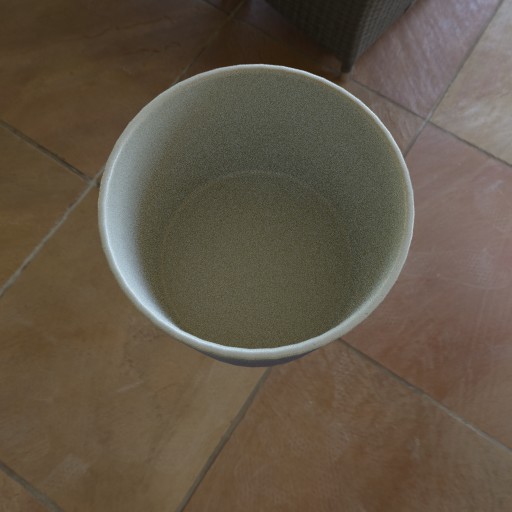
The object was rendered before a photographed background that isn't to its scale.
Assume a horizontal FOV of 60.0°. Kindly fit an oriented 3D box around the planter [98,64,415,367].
[{"bbox_3d":[0.000,0.000,0.395,0.192,0.263,0.192,0,74,0],"label":"planter"}]
